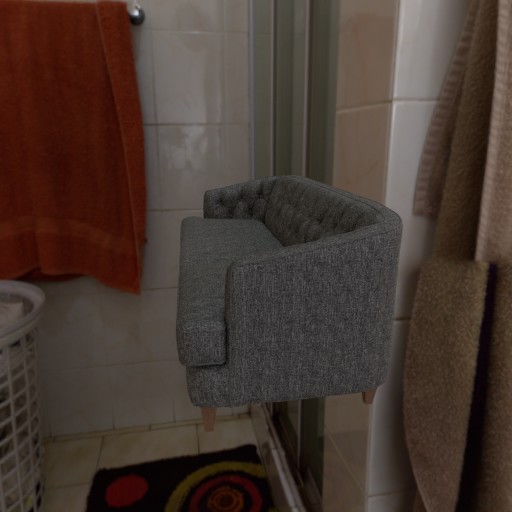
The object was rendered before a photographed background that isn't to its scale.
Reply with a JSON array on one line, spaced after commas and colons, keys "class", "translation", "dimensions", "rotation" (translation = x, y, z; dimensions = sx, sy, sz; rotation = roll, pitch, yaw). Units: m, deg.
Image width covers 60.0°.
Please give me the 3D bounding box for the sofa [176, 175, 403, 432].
[{"class": "sofa", "translation": [0.000, 0.000, 2.734], "dimensions": [0.941, 0.855, 2.278], "rotation": [-2, 15, -8]}]
